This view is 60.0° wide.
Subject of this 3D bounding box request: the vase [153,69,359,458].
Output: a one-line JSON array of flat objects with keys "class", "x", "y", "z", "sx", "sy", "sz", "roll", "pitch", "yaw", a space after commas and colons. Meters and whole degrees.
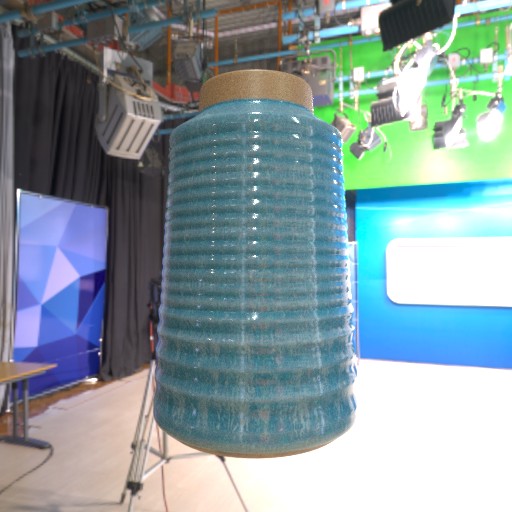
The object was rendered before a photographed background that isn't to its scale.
[{"class": "vase", "x": 0.000, "y": 0.000, "z": 0.360, "sx": 0.163, "sy": 0.267, "sz": 0.163, "roll": 0, "pitch": 0, "yaw": 0}]
